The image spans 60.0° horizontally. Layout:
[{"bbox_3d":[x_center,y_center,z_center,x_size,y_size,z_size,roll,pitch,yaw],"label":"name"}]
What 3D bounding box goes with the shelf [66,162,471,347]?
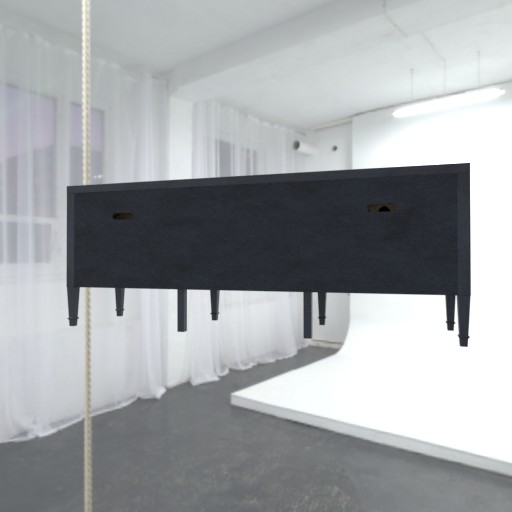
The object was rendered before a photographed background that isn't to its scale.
[{"bbox_3d":[0.000,0.000,2.211,1.878,0.715,0.471,0,0,17],"label":"shelf"}]
